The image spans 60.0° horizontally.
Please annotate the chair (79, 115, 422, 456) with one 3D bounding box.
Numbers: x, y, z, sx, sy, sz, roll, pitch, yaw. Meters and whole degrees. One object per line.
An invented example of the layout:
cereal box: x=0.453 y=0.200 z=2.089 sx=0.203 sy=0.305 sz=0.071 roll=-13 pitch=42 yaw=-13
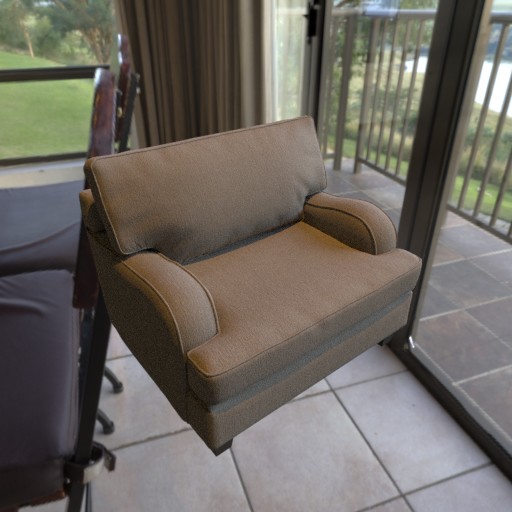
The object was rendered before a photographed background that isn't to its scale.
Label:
chair: x=0.000 y=0.000 z=2.058 sx=1.220 sy=1.016 sz=1.041 roll=-22 pitch=37 yaw=-32
